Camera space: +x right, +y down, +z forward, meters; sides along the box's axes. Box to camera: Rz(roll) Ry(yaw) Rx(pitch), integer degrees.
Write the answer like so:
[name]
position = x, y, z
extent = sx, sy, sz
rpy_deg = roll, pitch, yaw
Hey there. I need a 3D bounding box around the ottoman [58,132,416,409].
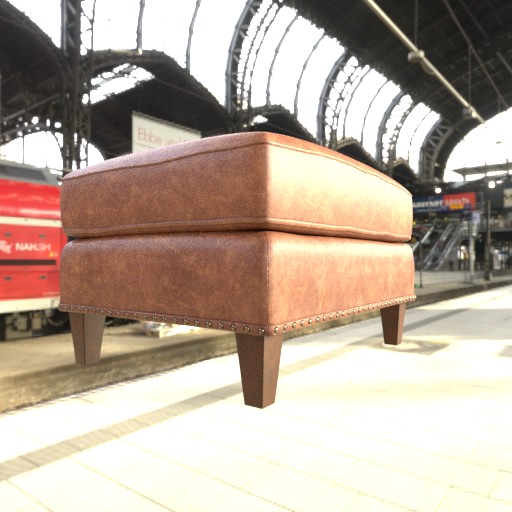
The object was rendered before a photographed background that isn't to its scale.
[ottoman]
position = 0.000, 0.000, 1.116
extent = 0.586, 0.486, 0.742
rpy_deg = 0, -1, 36
